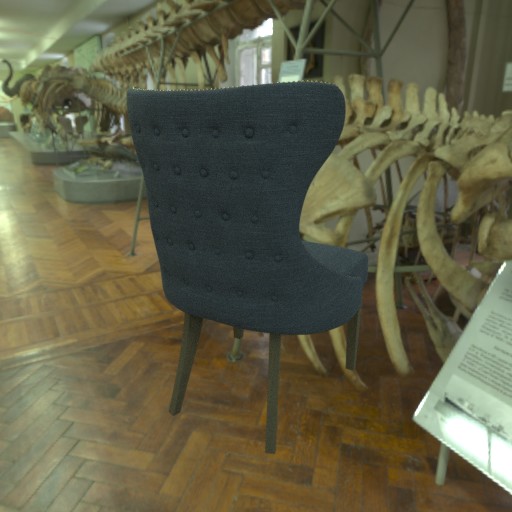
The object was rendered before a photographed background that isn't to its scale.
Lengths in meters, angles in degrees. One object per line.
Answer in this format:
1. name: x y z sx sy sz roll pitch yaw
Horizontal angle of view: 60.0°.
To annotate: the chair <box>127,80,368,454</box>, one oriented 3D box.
1. chair: 0.000 0.000 1.353 0.628 0.967 0.635 10 21 27
